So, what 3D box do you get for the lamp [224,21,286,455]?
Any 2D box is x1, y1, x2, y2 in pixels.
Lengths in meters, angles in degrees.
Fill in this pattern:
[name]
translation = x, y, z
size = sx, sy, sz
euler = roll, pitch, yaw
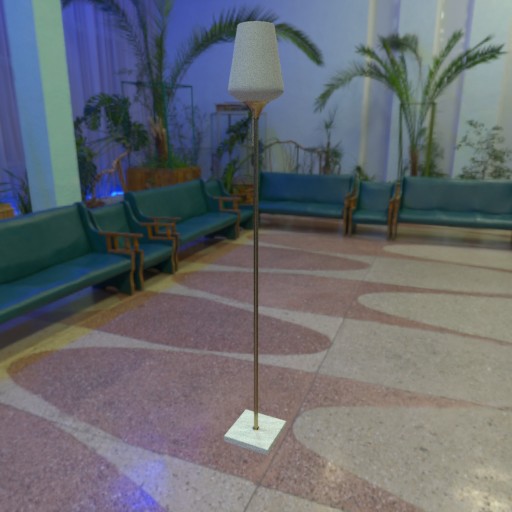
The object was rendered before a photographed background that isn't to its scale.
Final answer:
[lamp]
translation = 0.000, 0.000, 1.926
size = 0.229, 1.813, 0.232
euler = 7, 17, 24
